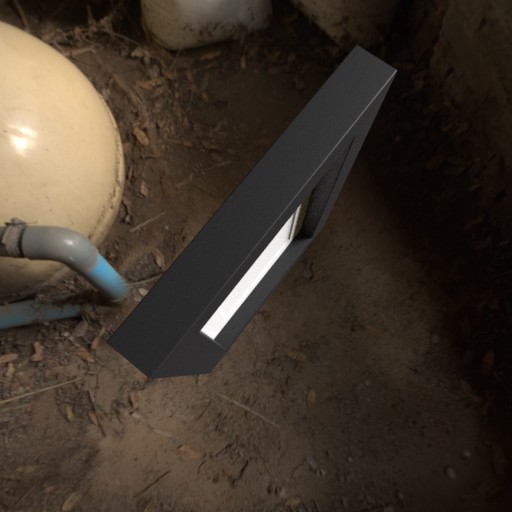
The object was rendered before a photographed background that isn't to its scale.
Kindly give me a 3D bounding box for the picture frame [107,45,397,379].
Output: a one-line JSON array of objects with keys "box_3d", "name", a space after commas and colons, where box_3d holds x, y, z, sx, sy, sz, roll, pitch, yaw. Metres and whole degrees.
[{"box_3d": [0.000, 0.000, 0.273, 0.028, 0.208, 0.157, 37, 79, 9], "name": "picture frame"}]
